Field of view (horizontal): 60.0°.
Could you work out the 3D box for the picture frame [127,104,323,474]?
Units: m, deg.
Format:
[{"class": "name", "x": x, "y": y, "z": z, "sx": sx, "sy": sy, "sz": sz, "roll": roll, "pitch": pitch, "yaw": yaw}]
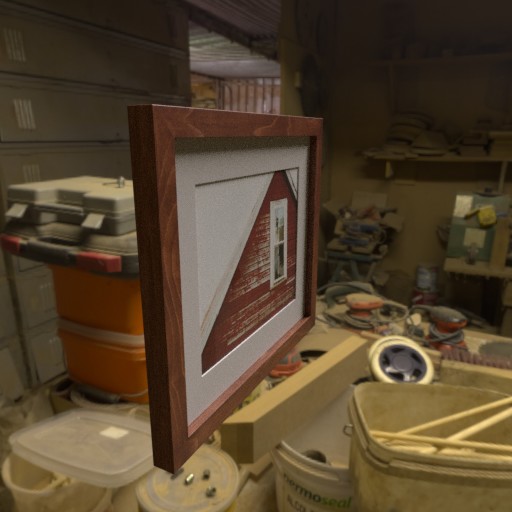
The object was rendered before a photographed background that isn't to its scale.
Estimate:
[{"class": "picture frame", "x": 0.000, "y": 0.000, "z": 0.541, "sx": 0.025, "sy": 0.330, "sz": 0.381, "roll": 8, "pitch": 17, "yaw": 26}]
